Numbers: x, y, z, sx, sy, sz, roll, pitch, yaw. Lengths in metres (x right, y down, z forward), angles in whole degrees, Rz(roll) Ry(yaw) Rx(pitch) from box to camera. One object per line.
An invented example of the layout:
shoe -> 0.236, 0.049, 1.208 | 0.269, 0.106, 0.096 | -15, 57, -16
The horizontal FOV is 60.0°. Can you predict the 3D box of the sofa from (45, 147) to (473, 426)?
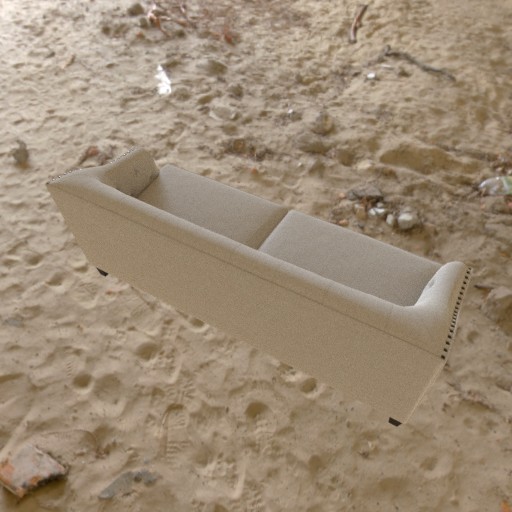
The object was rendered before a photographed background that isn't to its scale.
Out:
sofa -> 0.000, 0.000, 2.647 | 2.235, 0.901, 0.914 | 23, 50, 21
